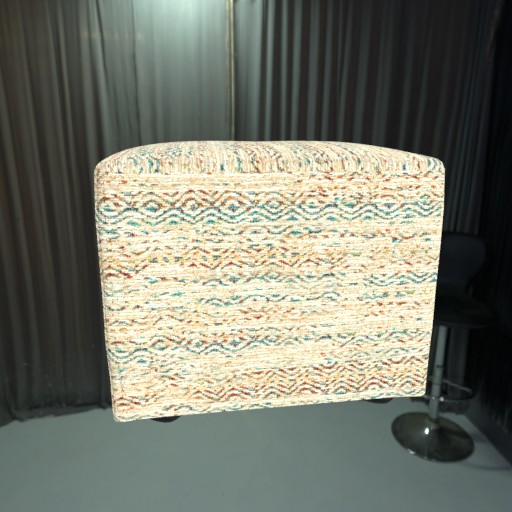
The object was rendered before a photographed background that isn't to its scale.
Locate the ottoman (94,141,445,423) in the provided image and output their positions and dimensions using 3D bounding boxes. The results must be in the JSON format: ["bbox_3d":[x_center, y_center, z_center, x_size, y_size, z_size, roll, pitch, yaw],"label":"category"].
[{"bbox_3d":[0.000,0.000,0.901,0.521,0.453,0.512,-2,15,-8],"label":"ottoman"}]
